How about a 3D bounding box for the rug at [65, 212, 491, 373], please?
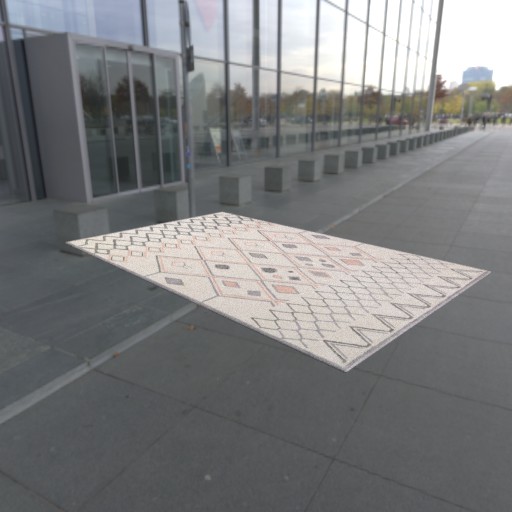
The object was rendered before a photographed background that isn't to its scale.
[{"bbox_3d":[0.000,0.000,2.946,2.438,0.015,1.524,17,24,42],"label":"rug"}]
